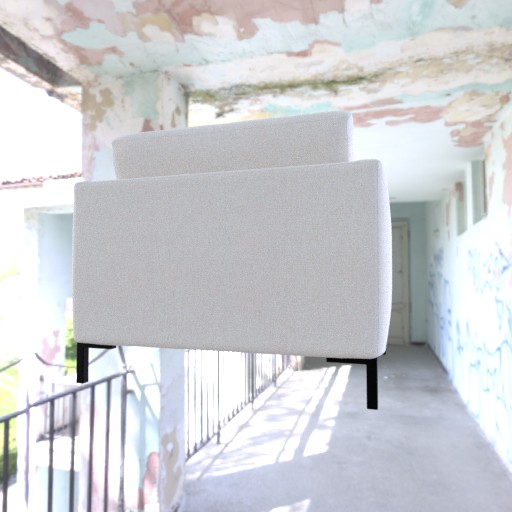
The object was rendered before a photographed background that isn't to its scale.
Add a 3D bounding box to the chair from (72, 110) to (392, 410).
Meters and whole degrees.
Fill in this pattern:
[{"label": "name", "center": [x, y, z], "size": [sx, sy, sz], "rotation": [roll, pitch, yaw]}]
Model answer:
[{"label": "chair", "center": [0.000, 0.000, 1.644], "size": [0.964, 0.806, 0.875], "rotation": [-1, -3, 18]}]
